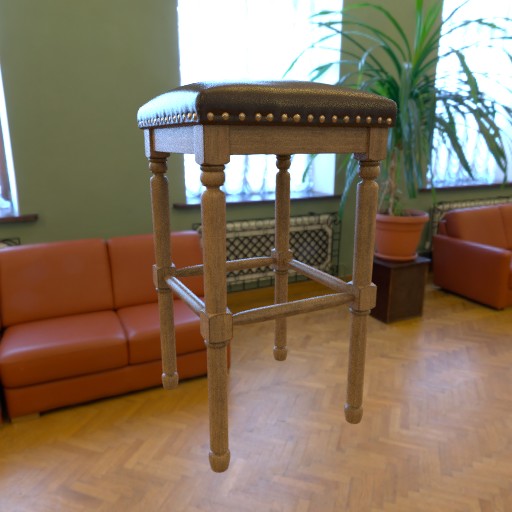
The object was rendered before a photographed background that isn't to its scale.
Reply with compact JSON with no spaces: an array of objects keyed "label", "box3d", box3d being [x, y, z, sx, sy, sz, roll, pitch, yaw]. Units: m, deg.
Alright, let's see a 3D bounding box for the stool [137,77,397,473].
[{"label":"stool","box3d":[0.000,0.000,0.944,0.382,0.702,0.383,-7,16,-26]}]
